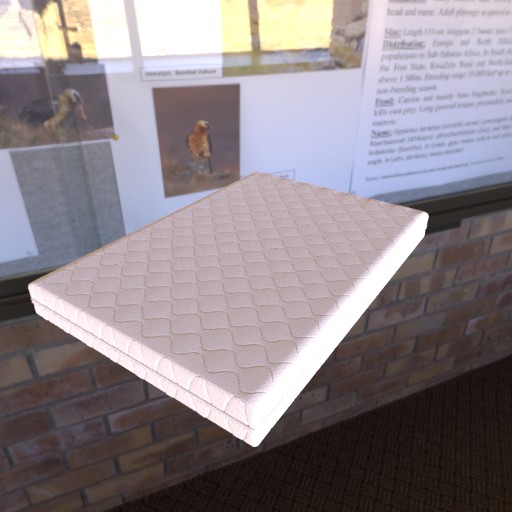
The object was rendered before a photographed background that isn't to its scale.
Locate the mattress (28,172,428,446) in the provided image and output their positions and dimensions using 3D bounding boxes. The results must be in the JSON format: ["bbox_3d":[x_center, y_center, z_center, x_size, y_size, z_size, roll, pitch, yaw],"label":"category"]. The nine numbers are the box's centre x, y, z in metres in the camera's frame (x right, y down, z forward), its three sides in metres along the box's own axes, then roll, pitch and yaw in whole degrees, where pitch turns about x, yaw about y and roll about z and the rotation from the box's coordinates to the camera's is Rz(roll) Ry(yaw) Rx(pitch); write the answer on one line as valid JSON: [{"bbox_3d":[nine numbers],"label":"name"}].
[{"bbox_3d":[0.000,0.000,2.601,1.400,0.200,2.000,20,36,30],"label":"mattress"}]
